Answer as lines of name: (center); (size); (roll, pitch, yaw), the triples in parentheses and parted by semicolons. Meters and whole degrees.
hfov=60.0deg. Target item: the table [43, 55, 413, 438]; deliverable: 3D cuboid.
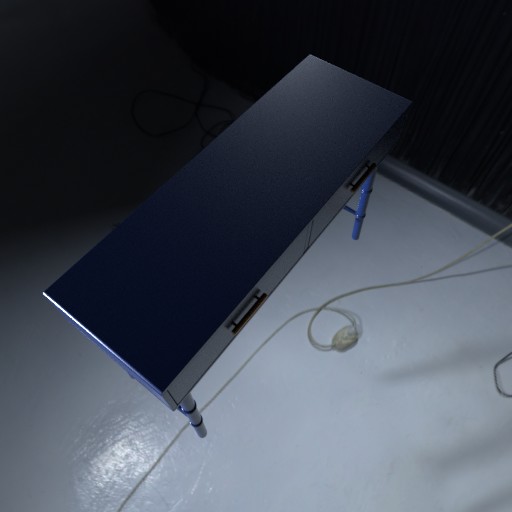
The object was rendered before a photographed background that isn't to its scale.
table: (0.000, 0.000, 1.516); (0.399, 0.749, 1.118); (34, 65, 18)
